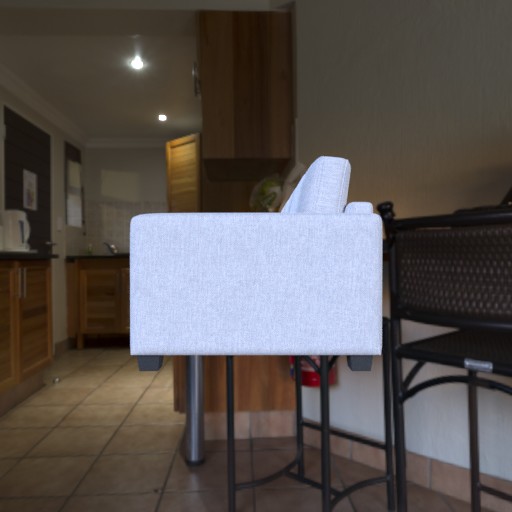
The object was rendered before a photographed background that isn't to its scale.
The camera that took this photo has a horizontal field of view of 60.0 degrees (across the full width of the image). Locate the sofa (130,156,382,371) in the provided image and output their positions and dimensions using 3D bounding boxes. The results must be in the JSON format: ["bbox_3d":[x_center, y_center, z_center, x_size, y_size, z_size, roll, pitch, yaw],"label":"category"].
[{"bbox_3d":[0.000,0.000,2.596,0.900,0.800,2.120,0,1,0],"label":"sofa"}]
